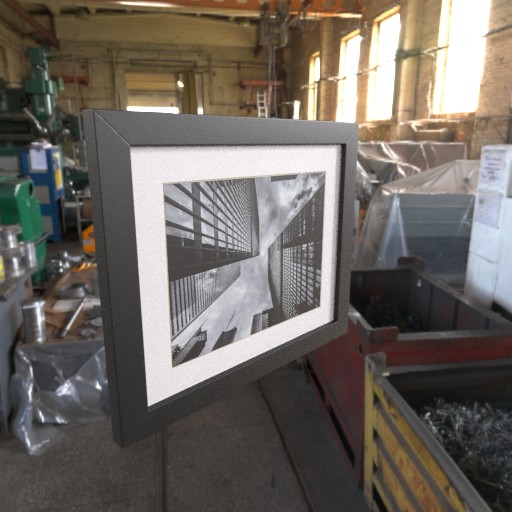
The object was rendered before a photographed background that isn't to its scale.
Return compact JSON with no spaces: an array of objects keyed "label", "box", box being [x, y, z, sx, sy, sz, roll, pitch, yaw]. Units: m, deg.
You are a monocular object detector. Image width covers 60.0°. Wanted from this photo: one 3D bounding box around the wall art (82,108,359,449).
[{"label":"wall art","box":[0.000,0.000,0.764,0.558,0.457,0.031,-14,20,-43]}]
